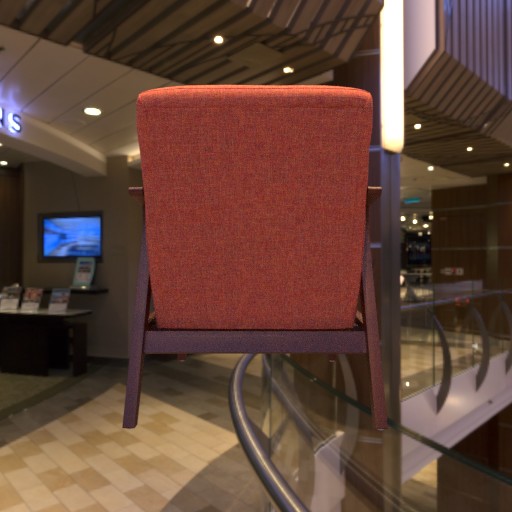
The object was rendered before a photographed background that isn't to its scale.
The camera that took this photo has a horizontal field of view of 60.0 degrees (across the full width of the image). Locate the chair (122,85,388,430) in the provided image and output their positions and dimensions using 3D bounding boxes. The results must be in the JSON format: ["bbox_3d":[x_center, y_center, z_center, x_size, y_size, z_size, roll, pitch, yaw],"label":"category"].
[{"bbox_3d":[0.000,0.000,1.498,0.719,0.890,0.860,0,-1,0],"label":"chair"}]
